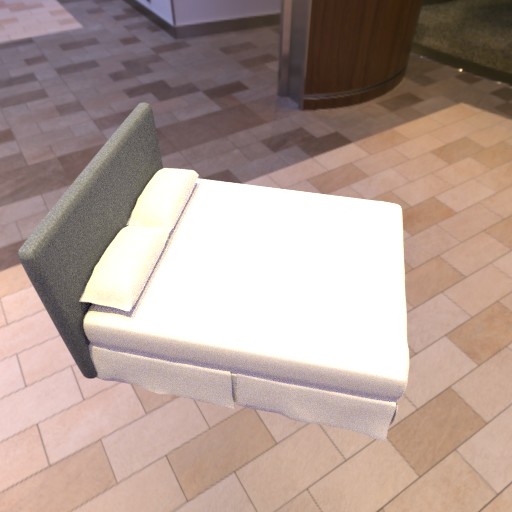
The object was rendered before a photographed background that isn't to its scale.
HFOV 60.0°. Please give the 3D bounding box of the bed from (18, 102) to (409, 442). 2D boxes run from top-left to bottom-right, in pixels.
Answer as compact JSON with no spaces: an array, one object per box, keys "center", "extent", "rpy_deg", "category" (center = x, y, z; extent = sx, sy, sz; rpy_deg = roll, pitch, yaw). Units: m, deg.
[{"center":[0.000,0.000,3.103],"extent":[2.142,1.330,1.723],"rpy_deg":[8,46,8],"category":"bed"}]
